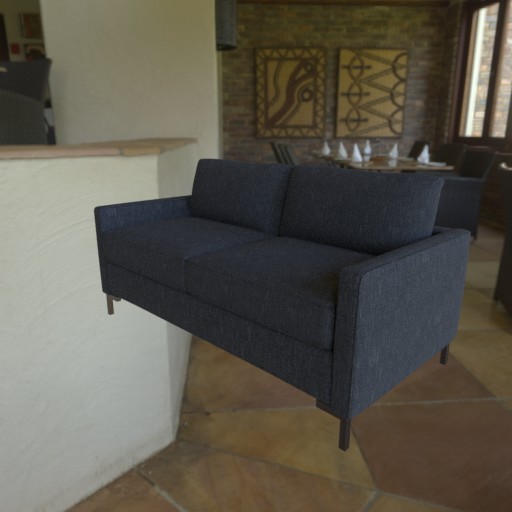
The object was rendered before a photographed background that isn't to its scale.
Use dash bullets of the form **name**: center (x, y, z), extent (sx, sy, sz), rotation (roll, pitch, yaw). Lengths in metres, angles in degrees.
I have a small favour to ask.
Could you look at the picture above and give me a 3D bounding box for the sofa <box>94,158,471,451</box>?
- **sofa**: center (0.000, 0.000, 2.175), extent (1.716, 0.862, 0.866), rotation (15, 22, 43)
